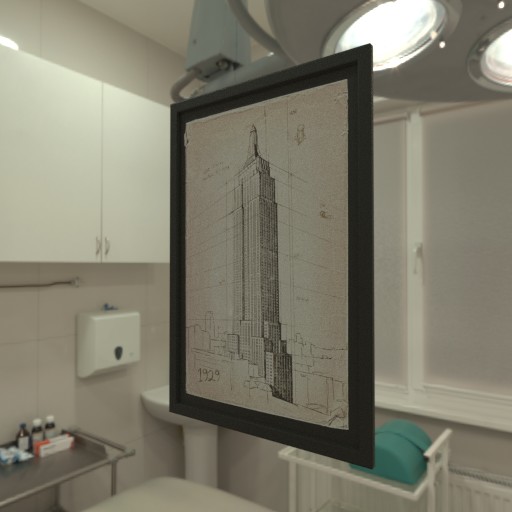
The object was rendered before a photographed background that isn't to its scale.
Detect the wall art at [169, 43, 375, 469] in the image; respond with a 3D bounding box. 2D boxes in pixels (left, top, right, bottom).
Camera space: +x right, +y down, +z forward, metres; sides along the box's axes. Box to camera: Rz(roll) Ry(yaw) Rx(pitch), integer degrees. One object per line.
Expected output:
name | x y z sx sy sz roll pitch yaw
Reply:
wall art | 0.000 0.000 0.824 0.451 0.661 0.012 -1 -1 36
